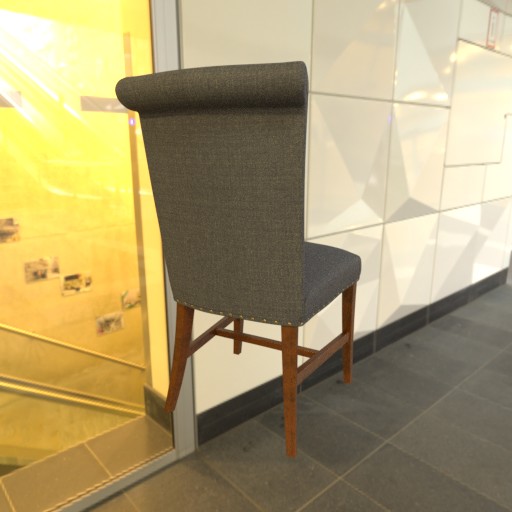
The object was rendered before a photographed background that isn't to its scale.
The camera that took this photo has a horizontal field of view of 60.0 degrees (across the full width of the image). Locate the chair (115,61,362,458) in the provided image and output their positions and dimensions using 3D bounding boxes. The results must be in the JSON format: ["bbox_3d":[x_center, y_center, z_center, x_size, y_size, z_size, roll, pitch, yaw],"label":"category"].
[{"bbox_3d":[0.000,0.000,1.340,0.513,0.988,0.608,8,16,28],"label":"chair"}]
